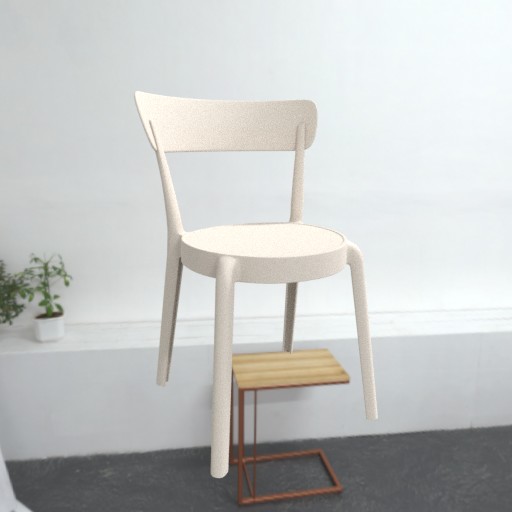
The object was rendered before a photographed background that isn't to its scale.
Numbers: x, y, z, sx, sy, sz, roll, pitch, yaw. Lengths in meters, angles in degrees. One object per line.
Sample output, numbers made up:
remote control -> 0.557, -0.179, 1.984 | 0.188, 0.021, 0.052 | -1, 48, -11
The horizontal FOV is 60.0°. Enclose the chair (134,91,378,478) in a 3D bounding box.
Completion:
chair -> 0.000, 0.000, 1.122 | 0.506, 0.790, 0.491 | -8, 17, -27
